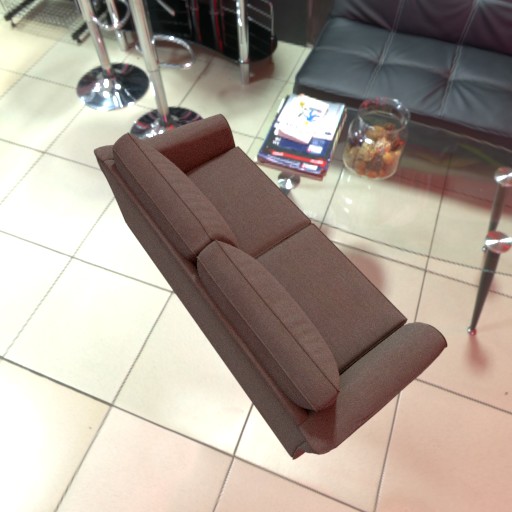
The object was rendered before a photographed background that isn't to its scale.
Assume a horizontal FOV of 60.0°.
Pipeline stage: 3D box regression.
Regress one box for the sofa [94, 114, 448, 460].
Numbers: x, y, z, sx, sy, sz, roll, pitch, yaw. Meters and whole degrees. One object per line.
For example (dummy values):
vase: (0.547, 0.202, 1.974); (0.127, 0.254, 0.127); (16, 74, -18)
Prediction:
sofa: (0.000, 0.000, 2.767); (0.986, 0.906, 2.270); (-32, 64, -18)
